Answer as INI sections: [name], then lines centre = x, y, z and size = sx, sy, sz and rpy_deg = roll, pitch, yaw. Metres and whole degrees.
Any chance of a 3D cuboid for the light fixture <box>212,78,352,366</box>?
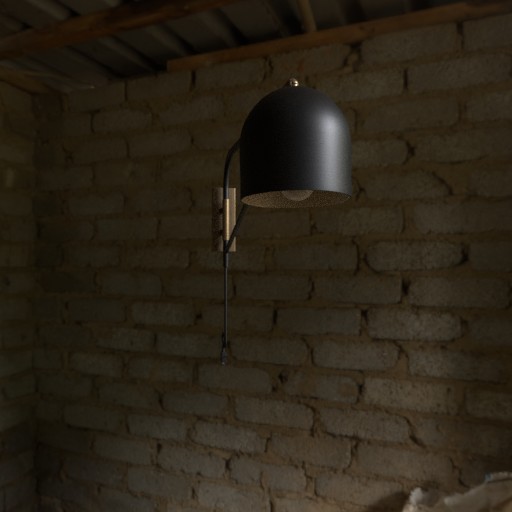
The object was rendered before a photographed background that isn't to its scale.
[light fixture]
centre = 0.000, 0.000, 1.099
size = 0.215, 0.696, 0.720
rpy_deg = 0, 0, -17
